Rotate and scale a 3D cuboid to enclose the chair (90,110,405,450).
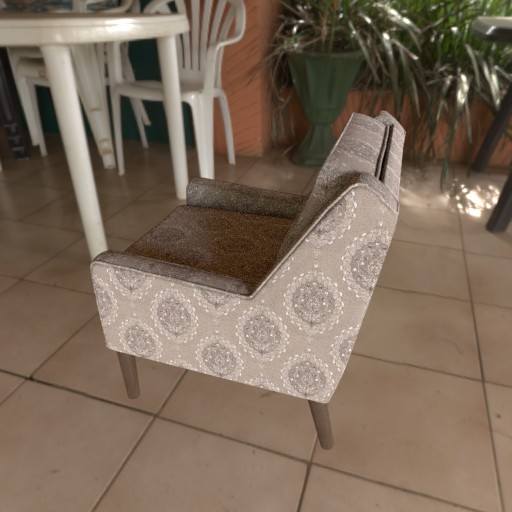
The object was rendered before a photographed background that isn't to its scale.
[{"bbox_3d":[0.000,0.000,1.341,0.750,0.797,0.665,9,31,15],"label":"chair"}]
